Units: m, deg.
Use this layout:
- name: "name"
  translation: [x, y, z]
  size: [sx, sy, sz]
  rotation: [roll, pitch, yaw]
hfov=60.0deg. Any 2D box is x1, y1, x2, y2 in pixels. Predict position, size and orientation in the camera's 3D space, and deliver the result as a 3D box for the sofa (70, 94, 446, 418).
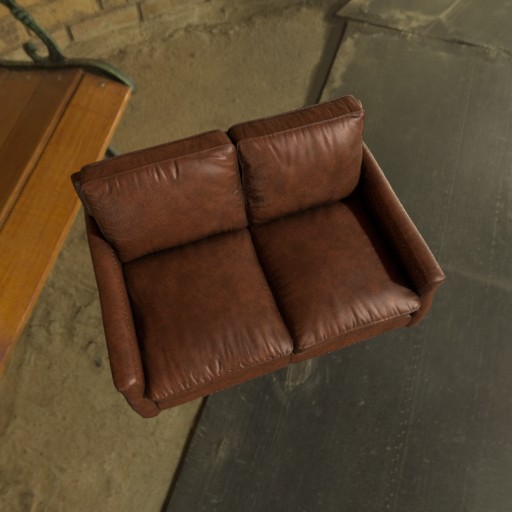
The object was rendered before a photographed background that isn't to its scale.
- name: "sofa"
  translation: [0.000, 0.000, 2.294]
  size: [1.628, 1.003, 1.083]
  rotation: [-17, 65, -8]
